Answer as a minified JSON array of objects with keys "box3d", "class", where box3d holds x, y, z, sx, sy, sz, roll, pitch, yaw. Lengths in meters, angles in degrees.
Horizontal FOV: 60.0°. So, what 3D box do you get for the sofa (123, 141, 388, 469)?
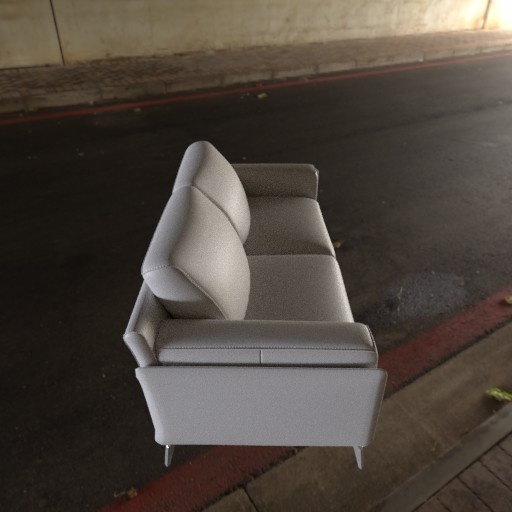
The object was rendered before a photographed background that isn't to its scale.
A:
[{"box3d":[0.000,0.000,2.556,1.049,0.930,2.101,0,32,0],"class":"sofa"}]
